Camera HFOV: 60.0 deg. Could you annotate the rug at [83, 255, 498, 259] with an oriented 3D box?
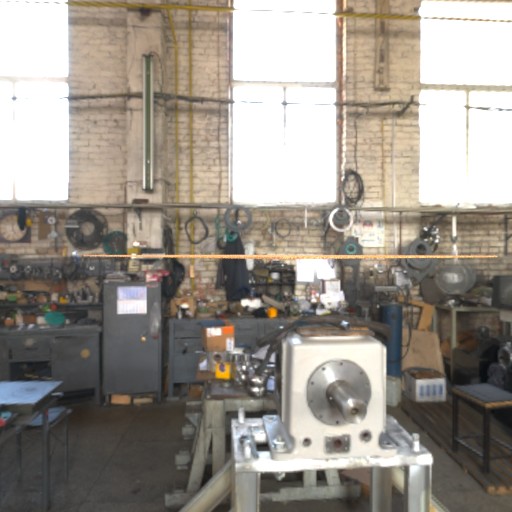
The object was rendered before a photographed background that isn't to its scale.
[{"bbox_3d":[0.000,0.000,2.146,1.143,0.006,1.747,0,0,-37],"label":"rug"}]
